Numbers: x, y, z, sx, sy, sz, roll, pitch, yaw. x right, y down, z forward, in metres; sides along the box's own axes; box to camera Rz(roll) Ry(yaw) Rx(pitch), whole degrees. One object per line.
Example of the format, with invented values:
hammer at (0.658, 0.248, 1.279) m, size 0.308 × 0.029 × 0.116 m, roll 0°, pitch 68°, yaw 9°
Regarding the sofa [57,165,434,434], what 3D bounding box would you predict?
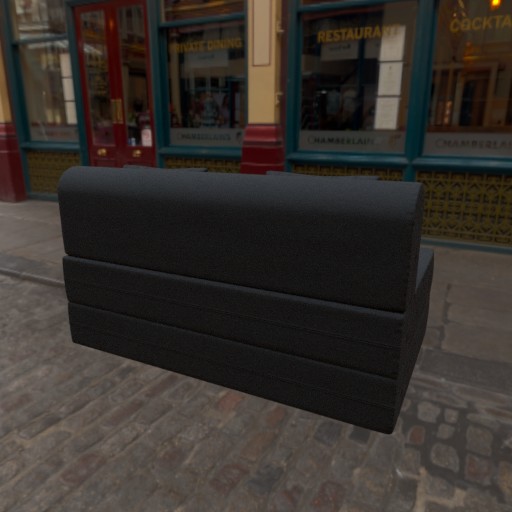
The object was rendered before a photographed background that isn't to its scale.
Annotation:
sofa at (0.000, 0.000, 1.691) m, size 1.225 × 0.670 × 0.762 m, roll 8°, pitch 18°, yaw 26°
